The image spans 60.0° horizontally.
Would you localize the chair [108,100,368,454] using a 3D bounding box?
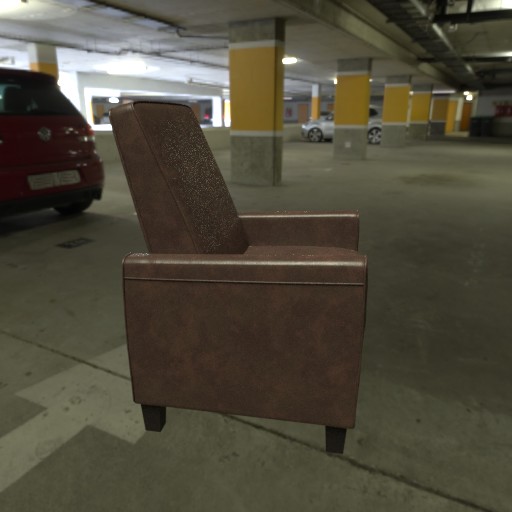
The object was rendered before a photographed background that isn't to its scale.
[{"bbox_3d":[0.000,0.000,1.535,0.746,1.013,0.705,3,18,10],"label":"chair"}]
